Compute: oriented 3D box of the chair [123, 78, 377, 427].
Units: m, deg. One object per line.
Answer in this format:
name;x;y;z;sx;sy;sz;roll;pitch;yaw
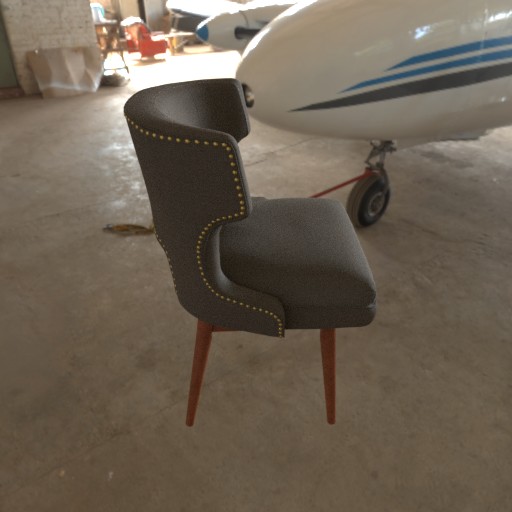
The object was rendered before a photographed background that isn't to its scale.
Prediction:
chair;0.000;0.000;1.234;0.581;0.863;0.595;0;32;-1
